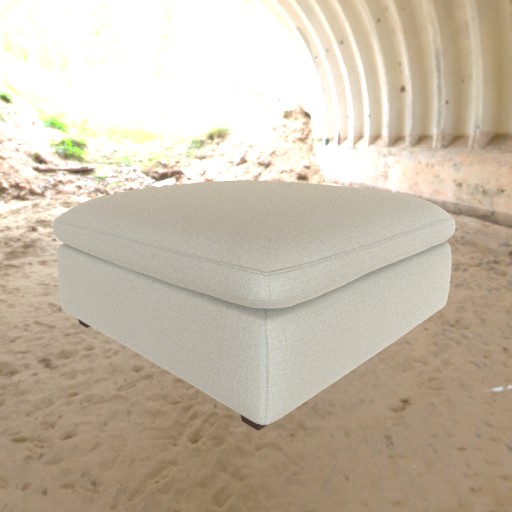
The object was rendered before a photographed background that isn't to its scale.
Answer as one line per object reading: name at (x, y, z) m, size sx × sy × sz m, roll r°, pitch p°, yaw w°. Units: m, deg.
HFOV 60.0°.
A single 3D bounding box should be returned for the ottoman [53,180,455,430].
ottoman at (0.000, 0.000, 1.484) m, size 0.996 × 0.467 × 0.977 m, roll 14°, pitch 20°, yaw 42°
